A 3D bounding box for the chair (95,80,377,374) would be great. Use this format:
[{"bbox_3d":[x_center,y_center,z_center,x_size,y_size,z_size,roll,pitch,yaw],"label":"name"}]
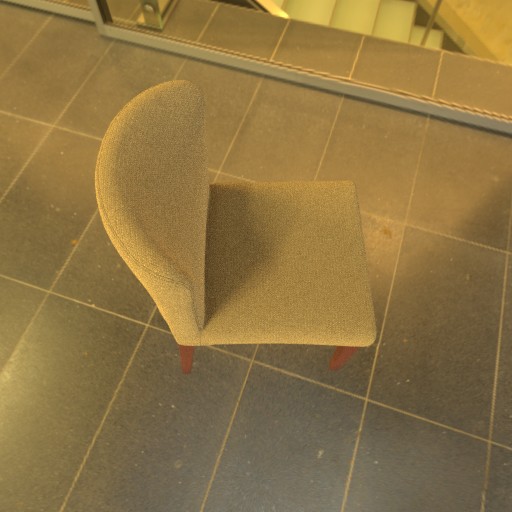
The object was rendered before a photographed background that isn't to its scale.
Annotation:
[{"bbox_3d":[0.000,0.000,1.184,0.589,0.839,0.491,-1,63,0],"label":"chair"}]
